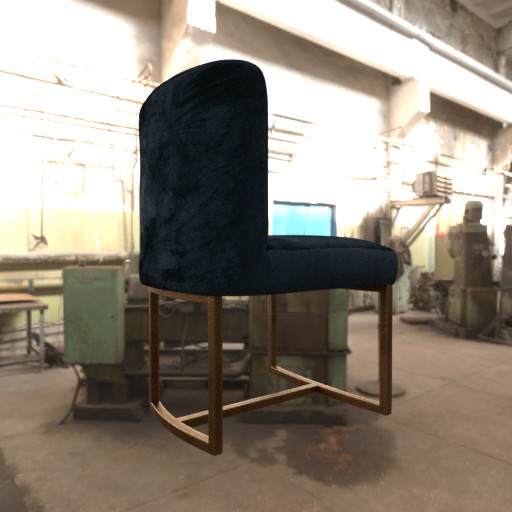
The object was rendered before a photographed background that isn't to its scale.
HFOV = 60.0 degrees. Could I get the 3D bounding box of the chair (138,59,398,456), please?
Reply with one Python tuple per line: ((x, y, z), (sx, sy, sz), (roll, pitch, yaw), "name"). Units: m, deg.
((0.000, 0.000, 1.192), (0.560, 0.824, 0.530), (-1, 2, -37), "chair")
